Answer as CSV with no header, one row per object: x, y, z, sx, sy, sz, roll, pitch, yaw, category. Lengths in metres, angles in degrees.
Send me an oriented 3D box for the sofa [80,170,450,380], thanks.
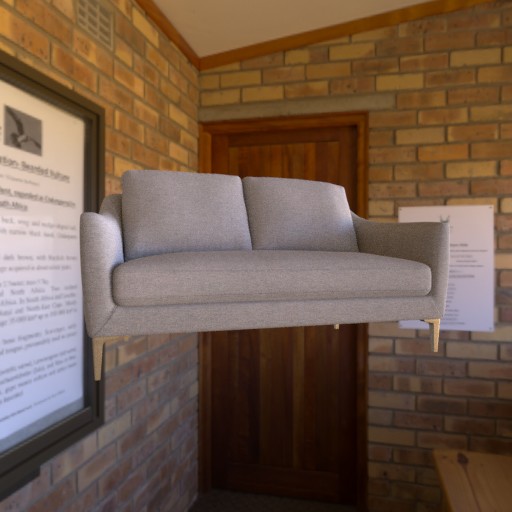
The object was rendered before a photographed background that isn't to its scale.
0.000,0.000,2.253,1.619,0.904,0.960,0,0,-18,sofa
